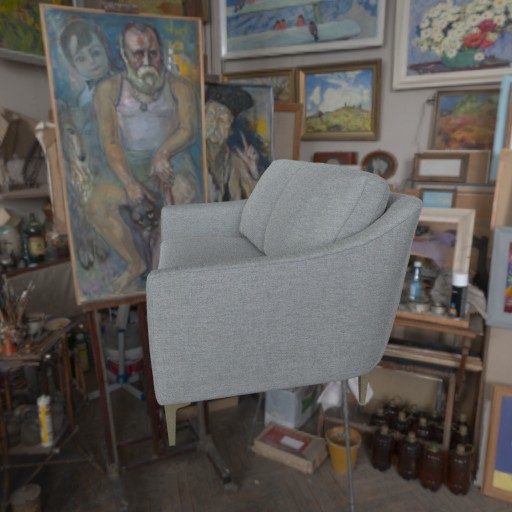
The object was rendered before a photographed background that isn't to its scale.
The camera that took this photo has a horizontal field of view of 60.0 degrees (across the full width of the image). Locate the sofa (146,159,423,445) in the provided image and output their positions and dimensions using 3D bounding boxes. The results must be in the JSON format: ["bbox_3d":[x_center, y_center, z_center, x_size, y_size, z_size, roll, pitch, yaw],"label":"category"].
[{"bbox_3d":[0.000,0.000,2.163,0.960,0.904,1.619,-2,14,-10],"label":"sofa"}]
